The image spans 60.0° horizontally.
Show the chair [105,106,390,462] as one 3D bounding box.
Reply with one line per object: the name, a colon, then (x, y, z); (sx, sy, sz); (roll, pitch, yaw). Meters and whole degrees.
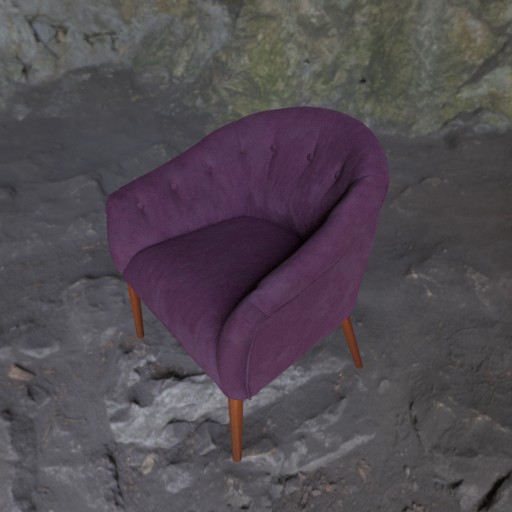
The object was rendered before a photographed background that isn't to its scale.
chair: (0.000, 0.000, 1.548); (0.776, 0.885, 0.851); (-23, 40, -31)
